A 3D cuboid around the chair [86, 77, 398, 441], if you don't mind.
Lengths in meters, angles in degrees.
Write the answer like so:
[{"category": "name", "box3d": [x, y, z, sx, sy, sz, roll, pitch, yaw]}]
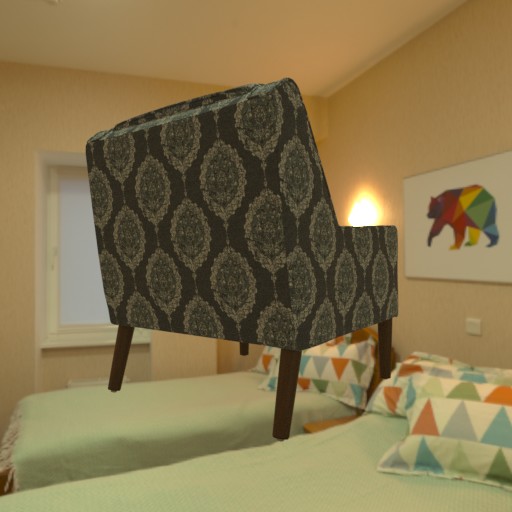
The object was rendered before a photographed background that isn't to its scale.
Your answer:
[{"category": "chair", "box3d": [0.000, 0.000, 1.350, 0.663, 0.792, 0.743, 0, -1, 37]}]
